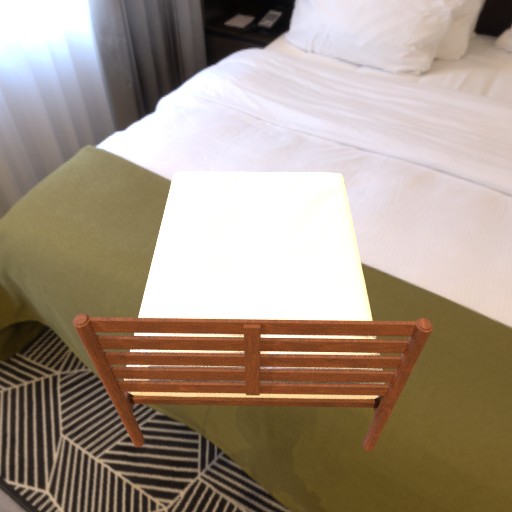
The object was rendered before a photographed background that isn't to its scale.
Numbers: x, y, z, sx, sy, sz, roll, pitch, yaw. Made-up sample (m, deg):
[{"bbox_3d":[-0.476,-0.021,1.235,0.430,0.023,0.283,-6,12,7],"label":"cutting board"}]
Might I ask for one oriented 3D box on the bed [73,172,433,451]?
[{"bbox_3d":[0.000,0.000,3.022,1.509,1.304,2.093,1,46,1],"label":"bed"}]
